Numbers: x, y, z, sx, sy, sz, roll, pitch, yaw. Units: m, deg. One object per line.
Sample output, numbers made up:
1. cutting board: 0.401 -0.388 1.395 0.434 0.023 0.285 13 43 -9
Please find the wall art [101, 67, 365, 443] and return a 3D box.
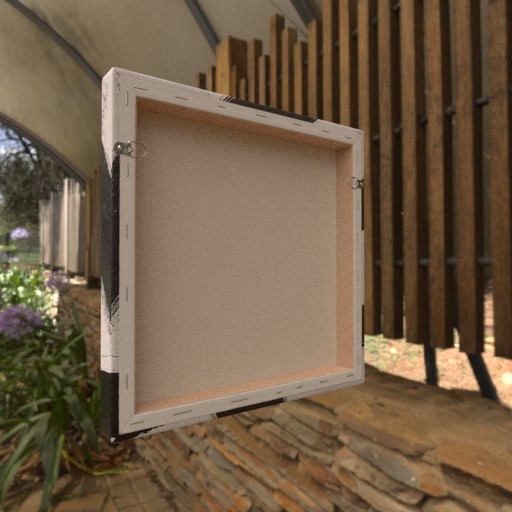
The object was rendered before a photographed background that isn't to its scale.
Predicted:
1. wall art: 0.000 0.000 0.758 0.507 0.508 0.050 1 -1 -36
